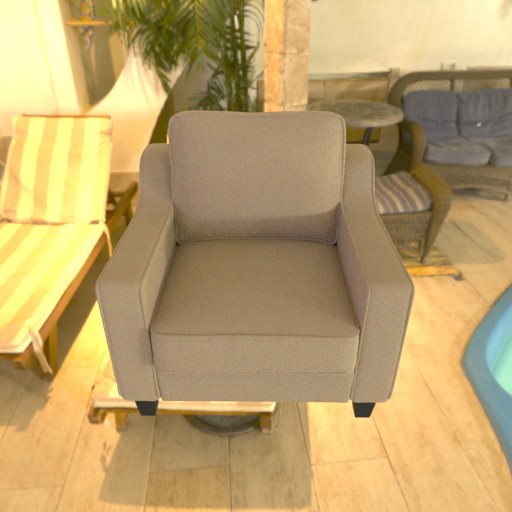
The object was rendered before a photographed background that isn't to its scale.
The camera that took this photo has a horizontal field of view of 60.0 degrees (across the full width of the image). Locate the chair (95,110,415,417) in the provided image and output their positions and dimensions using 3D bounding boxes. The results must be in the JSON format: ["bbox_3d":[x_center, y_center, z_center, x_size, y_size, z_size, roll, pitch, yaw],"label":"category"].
[{"bbox_3d":[0.000,0.000,1.666,0.922,0.948,0.882,0,31,1],"label":"chair"}]
